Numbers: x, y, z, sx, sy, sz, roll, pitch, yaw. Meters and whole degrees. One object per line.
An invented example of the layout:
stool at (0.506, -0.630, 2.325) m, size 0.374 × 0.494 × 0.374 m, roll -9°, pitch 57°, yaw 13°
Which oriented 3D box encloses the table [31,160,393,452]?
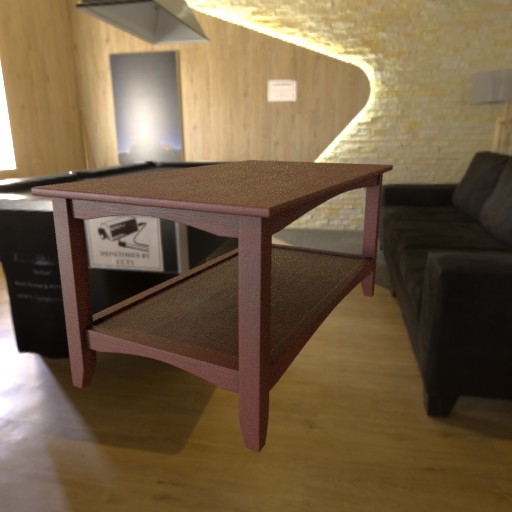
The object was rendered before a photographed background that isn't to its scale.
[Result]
table at (0.000, 0.000, 1.237) m, size 0.533 × 0.456 × 0.943 m, roll 8°, pitch 18°, yaw 26°
